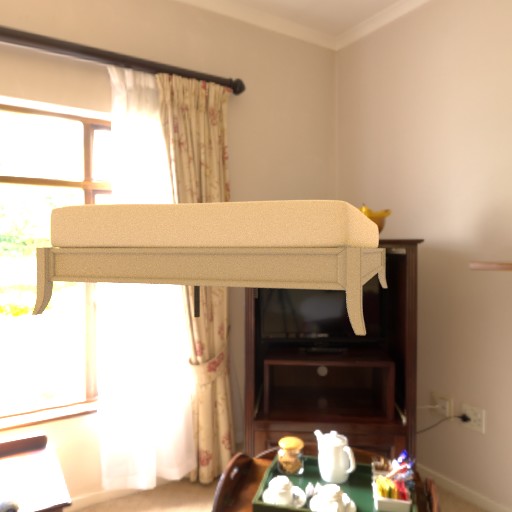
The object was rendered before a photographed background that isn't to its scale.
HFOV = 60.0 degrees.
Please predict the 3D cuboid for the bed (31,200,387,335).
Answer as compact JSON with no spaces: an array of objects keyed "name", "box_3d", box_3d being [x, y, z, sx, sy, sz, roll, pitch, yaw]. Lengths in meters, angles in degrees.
[{"name":"bed","box_3d":[0.000,0.000,2.689,1.460,0.510,1.985,0,1,19]}]
